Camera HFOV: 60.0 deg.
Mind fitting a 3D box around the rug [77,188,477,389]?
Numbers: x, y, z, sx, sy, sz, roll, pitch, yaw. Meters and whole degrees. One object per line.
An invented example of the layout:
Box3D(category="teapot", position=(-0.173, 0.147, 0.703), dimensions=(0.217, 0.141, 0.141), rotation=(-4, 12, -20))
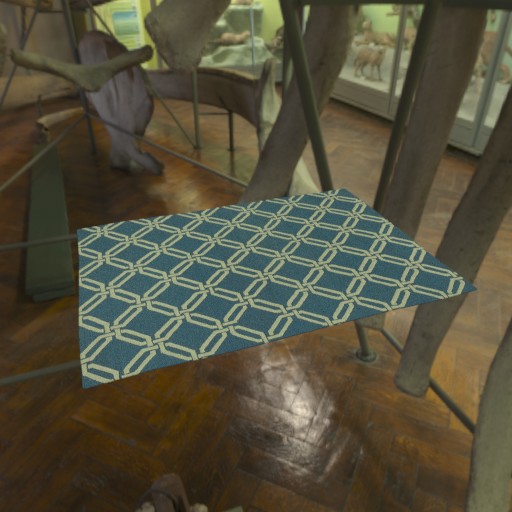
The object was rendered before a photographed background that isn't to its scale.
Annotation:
Box3D(category="rug", position=(0.000, 0.000, 2.795), dimensions=(2.135, 0.013, 1.524), rotation=(-11, 34, -17))
